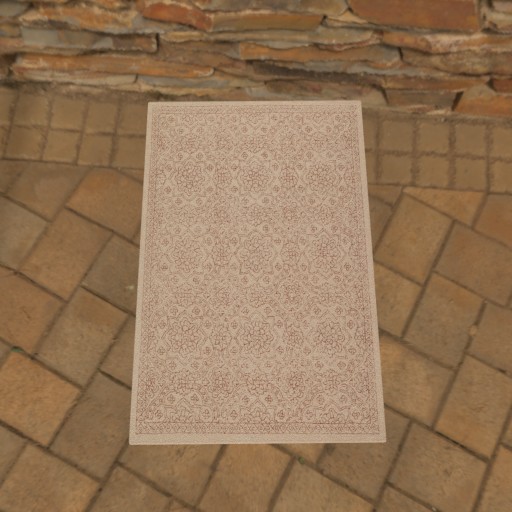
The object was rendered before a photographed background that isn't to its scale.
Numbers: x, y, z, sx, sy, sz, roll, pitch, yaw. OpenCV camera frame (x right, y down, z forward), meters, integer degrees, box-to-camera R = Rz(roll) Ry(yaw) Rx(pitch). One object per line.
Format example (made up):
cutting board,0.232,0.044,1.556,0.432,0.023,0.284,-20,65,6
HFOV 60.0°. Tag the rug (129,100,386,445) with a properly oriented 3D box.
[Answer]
rug,0.000,0.000,2.319,1.219,0.010,1.829,0,76,0
